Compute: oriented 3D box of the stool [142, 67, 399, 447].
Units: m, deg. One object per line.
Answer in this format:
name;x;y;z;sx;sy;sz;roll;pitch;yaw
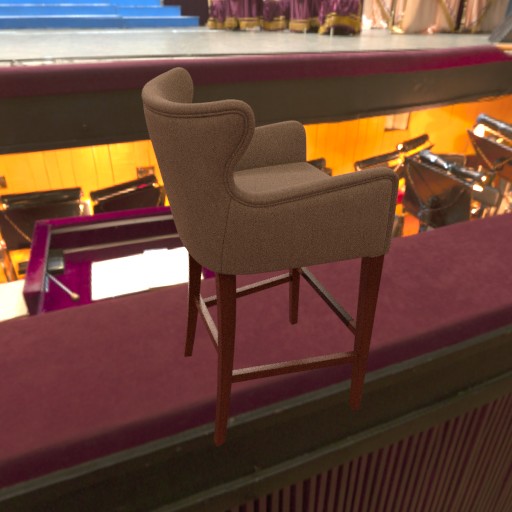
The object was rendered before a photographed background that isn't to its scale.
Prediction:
stool;0.000;0.000;1.388;0.575;1.047;0.575;-11;32;-18
